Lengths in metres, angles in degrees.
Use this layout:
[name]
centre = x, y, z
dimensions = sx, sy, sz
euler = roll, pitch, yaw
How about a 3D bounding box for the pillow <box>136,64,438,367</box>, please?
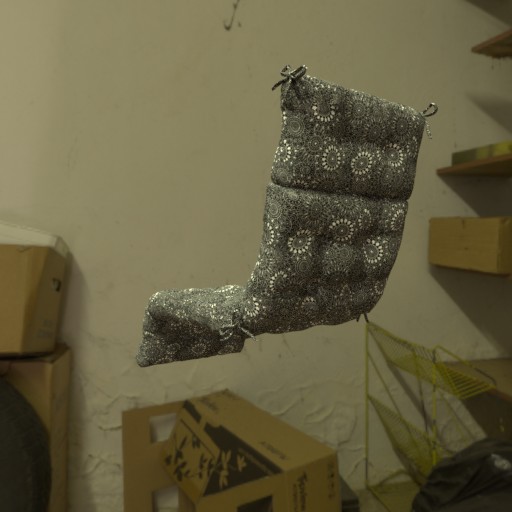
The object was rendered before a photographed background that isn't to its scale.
[pillow]
centre = 0.000, 0.000, 1.474
dimensions = 0.526, 0.863, 1.016
euler = 0, 0, -35
